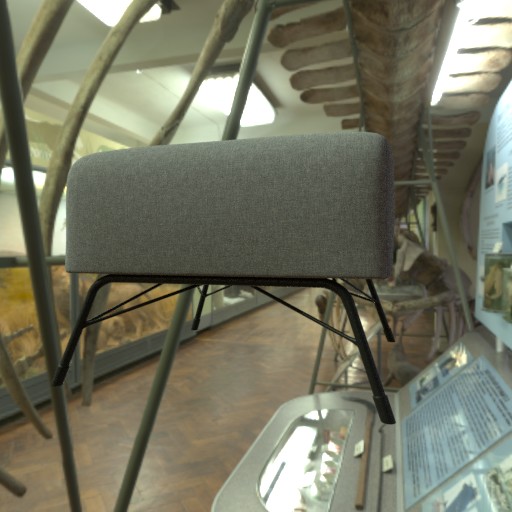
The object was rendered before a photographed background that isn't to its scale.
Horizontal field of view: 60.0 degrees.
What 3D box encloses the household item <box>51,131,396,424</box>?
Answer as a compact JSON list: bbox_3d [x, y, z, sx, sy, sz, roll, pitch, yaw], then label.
[{"bbox_3d":[0.000,0.000,0.878,0.530,0.410,0.530,0,1,17],"label":"household item"}]
